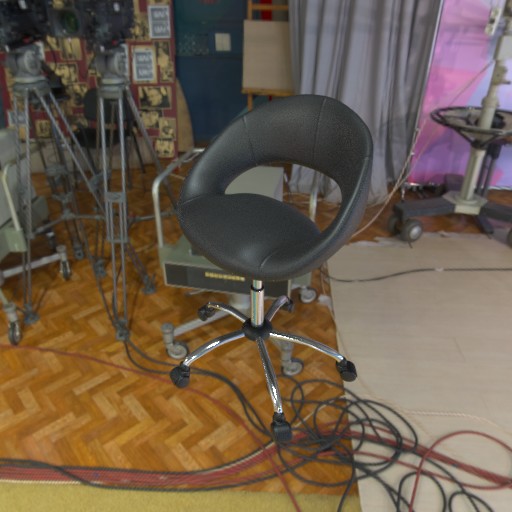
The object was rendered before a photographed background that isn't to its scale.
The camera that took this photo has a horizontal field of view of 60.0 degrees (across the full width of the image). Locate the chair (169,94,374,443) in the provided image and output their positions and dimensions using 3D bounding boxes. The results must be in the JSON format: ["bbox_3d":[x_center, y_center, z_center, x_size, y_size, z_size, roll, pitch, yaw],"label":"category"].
[{"bbox_3d":[0.000,0.000,1.222,0.538,0.791,0.612,-21,38,-30],"label":"chair"}]
